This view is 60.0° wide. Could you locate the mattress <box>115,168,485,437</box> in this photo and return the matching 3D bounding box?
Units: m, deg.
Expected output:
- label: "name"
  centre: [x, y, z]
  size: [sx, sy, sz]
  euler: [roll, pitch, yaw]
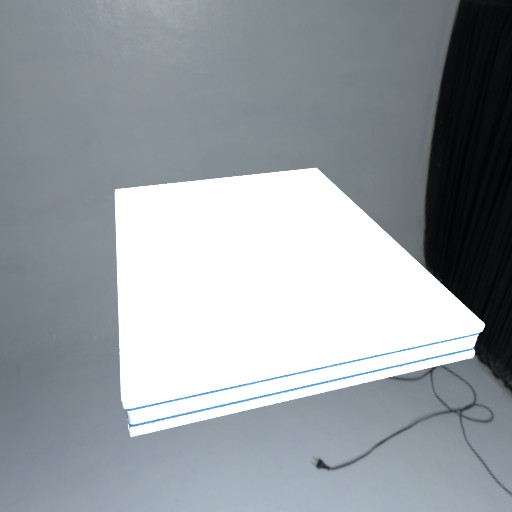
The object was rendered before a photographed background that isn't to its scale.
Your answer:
- label: "mattress"
  centre: [0.000, 0.000, 2.691]
  size: [1.600, 0.230, 2.000]
  euler: [-9, 33, -13]
